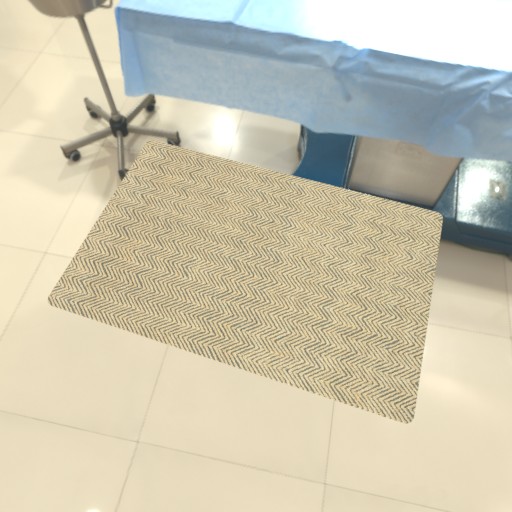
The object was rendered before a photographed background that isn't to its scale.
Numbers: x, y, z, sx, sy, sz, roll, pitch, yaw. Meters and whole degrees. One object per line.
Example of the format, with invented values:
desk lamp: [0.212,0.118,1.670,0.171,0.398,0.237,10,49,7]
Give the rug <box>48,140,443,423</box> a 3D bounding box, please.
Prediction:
rug: [0.000,0.000,2.257,1.752,0.008,1.144,16,60,9]
